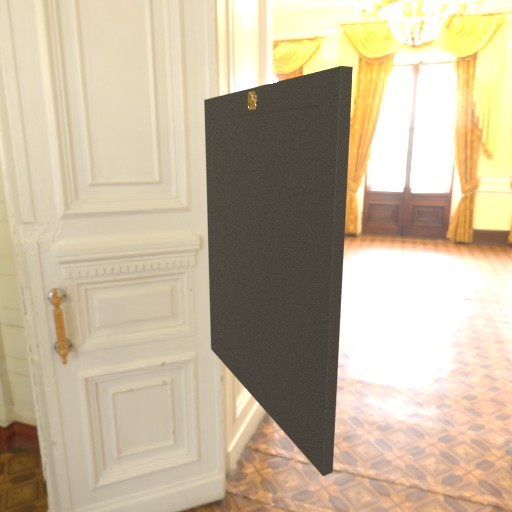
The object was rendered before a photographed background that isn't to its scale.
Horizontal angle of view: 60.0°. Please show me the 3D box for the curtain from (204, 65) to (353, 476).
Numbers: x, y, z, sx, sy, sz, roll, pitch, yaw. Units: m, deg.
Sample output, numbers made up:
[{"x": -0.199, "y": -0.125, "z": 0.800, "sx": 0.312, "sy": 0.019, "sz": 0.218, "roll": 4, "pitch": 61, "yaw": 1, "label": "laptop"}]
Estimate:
[{"x": 0.000, "y": 0.000, "z": 0.818, "sx": 0.027, "sy": 0.585, "sz": 0.483, "roll": -7, "pitch": 16, "yaw": -25, "label": "curtain"}]
